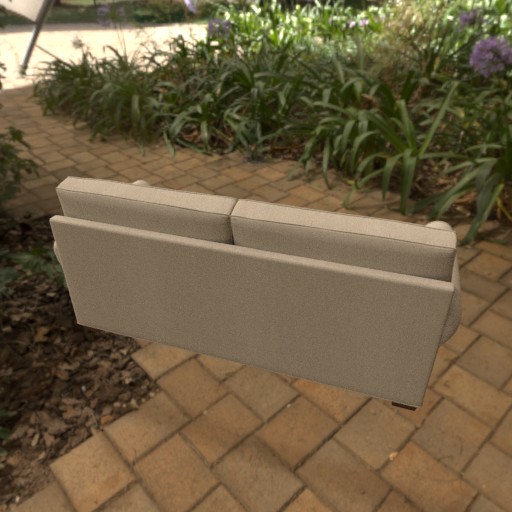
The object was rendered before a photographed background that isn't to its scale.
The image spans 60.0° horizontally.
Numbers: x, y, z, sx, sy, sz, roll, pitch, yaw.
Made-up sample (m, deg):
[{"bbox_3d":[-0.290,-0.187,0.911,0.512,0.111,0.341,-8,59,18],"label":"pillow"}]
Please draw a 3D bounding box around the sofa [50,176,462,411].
[{"bbox_3d":[0.000,0.000,2.561,2.146,0.962,0.901,10,33,16],"label":"sofa"}]
